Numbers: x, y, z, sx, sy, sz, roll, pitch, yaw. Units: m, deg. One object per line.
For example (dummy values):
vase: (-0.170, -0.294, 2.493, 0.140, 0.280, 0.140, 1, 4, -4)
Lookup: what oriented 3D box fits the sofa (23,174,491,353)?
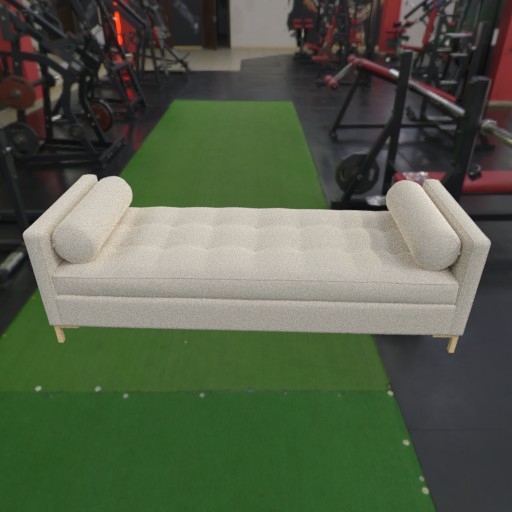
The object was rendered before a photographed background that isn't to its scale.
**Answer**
sofa: (0.000, 0.000, 2.314, 1.985, 0.641, 0.746, 1, 31, 2)
